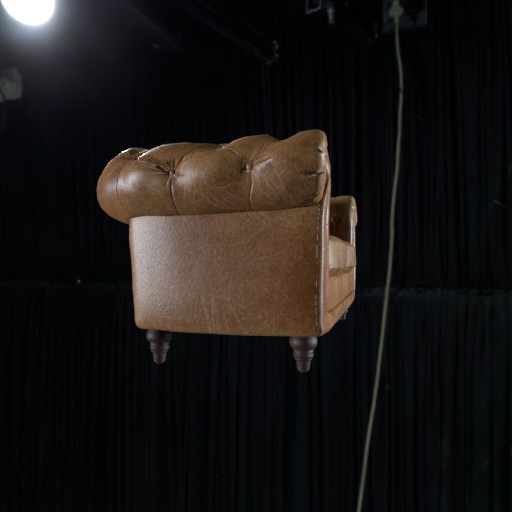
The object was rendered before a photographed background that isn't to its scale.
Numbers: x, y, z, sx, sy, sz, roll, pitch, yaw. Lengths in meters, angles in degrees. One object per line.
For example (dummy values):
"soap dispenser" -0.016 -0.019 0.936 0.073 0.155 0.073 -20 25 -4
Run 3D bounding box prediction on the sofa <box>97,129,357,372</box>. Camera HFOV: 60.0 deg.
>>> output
"sofa" 0.000 0.000 2.491 1.042 0.877 1.979 0 -1 16
